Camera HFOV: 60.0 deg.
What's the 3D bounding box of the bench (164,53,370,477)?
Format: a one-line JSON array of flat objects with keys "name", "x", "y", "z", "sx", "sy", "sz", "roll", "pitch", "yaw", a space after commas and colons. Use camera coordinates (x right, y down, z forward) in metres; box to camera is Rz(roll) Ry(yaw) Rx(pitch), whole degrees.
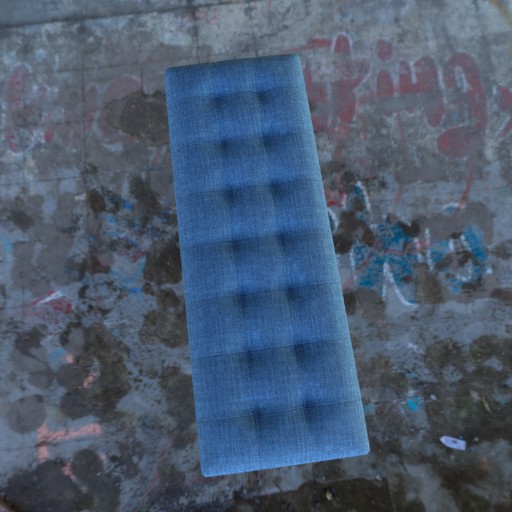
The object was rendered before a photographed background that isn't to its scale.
[{"name": "bench", "x": 0.000, "y": 0.000, "z": 1.343, "sx": 0.406, "sy": 0.432, "sz": 1.118, "roll": -7, "pitch": 76, "yaw": -2}]
